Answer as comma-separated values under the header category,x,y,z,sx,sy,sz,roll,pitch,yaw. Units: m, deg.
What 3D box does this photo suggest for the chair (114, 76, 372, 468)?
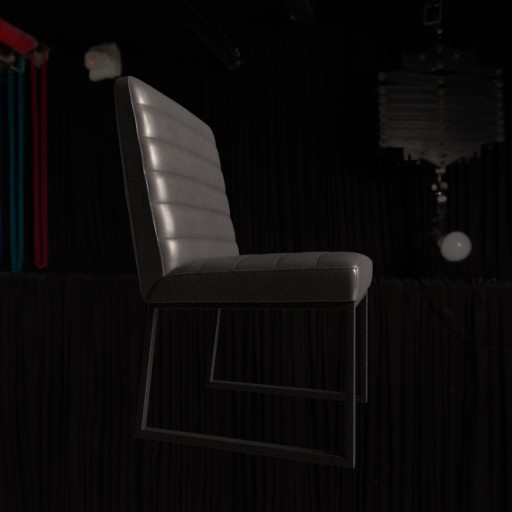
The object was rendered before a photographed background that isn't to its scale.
category,x,y,z,sx,sy,sz,roll,pitch,yaw
chair,0.000,0.000,1.281,0.634,0.930,0.520,0,1,17
